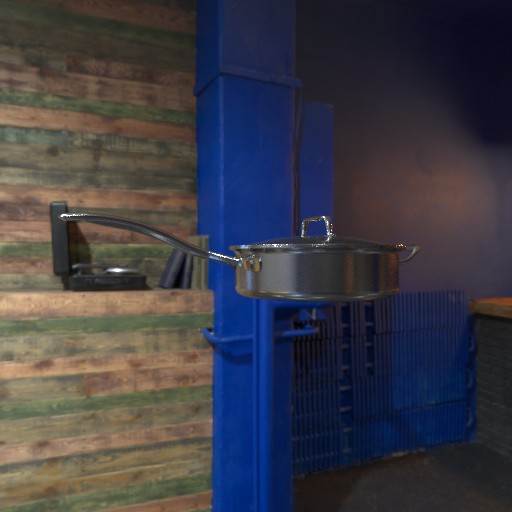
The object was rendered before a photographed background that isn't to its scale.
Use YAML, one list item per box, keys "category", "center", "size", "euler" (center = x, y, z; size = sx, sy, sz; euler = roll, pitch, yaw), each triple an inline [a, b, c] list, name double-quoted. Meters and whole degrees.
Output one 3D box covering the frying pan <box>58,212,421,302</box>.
- category: "frying pan"
  center: [0.000, 0.000, 0.600]
  size: [0.492, 0.111, 0.245]
  euler: [0, 0, -19]
